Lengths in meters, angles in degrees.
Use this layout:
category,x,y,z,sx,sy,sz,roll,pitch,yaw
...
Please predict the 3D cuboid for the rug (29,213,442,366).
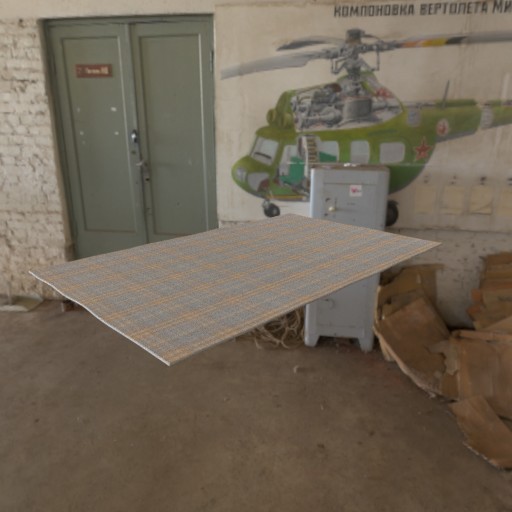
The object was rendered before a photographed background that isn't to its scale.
category,x,y,z,sx,sy,sz,roll,pitch,yaw
rug,0.000,0.000,3.054,2.460,0.016,1.545,-16,24,-42
